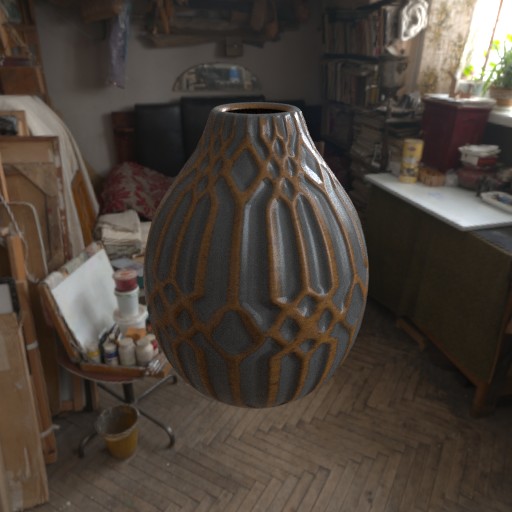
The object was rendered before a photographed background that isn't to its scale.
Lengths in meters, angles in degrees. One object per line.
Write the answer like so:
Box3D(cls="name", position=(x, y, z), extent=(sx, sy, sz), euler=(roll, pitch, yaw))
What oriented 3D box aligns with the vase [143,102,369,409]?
Box3D(cls="vase", position=(0.000, 0.000, 0.137), extent=(0.069, 0.088, 0.069), euler=(0, 26, 0))
